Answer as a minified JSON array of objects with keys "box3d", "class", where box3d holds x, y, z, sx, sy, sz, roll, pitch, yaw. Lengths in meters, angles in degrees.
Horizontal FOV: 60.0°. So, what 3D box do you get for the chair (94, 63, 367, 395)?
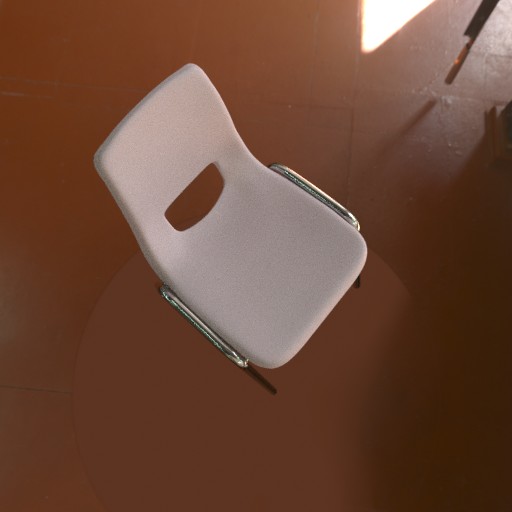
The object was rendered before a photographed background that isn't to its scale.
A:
[{"box3d":[0.000,0.000,0.901,0.436,0.653,0.381,39,78,10],"class":"chair"}]
